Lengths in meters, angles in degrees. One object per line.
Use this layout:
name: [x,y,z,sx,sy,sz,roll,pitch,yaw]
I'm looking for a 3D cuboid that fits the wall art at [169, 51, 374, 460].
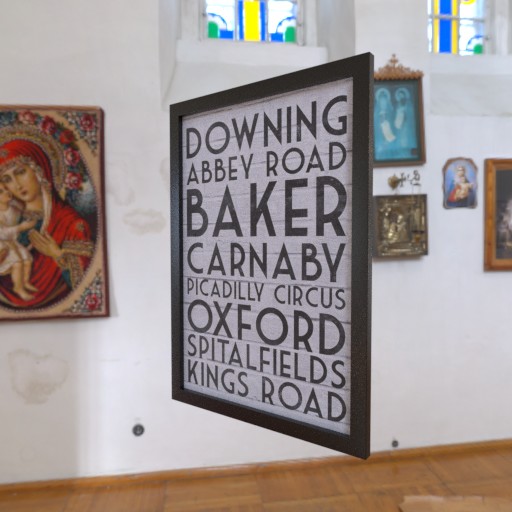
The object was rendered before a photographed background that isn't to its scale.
wall art: [0.000,0.000,0.564,0.304,0.432,0.013,2,3,37]
